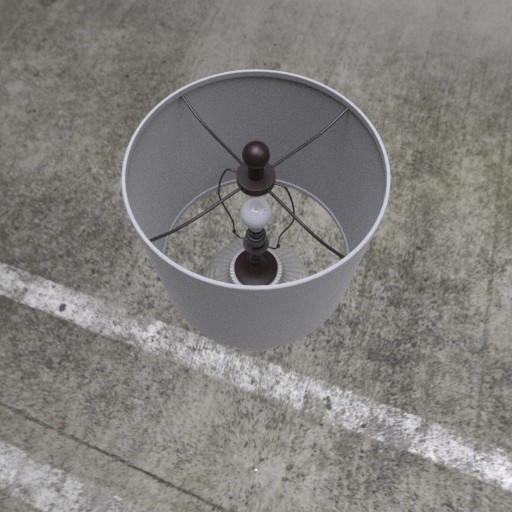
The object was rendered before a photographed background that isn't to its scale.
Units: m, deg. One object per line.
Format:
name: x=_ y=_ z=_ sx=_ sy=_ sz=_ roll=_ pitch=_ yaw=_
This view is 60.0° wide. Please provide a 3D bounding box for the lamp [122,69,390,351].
lamp: x=0.000 y=0.000 z=0.751 sx=0.318 sy=0.567 sz=0.318 roll=0 pitch=64 yaw=0
